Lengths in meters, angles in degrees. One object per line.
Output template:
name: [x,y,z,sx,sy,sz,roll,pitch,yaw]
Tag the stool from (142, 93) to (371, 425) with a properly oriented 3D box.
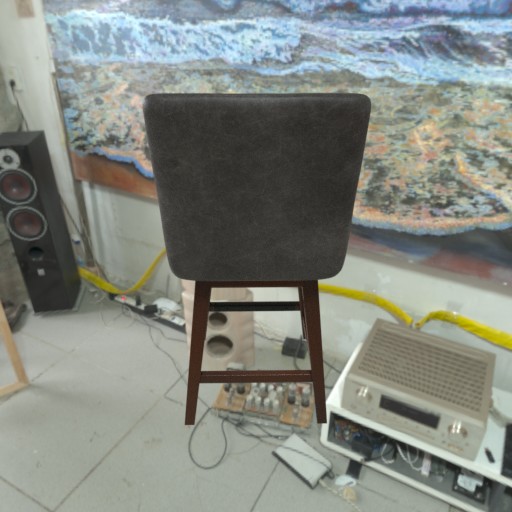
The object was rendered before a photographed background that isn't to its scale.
stool: [0.000,0.000,1.382,0.492,1.046,0.587,0,29,-1]
